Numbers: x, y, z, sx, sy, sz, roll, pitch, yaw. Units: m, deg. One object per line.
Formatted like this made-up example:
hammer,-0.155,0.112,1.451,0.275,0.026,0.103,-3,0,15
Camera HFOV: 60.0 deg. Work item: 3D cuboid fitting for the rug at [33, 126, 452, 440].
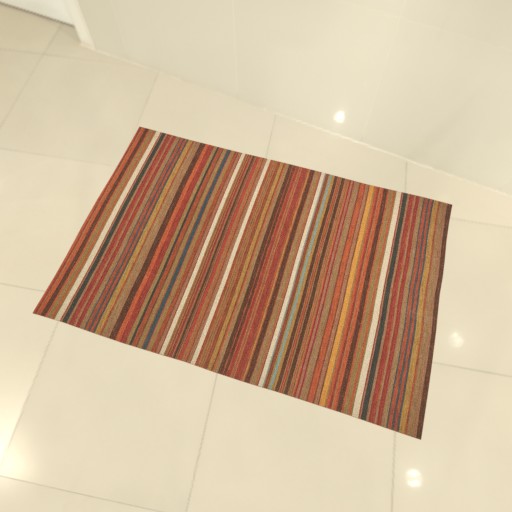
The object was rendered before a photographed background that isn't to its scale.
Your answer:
rug,0.000,0.000,2.226,1.828,0.007,1.217,16,64,8
